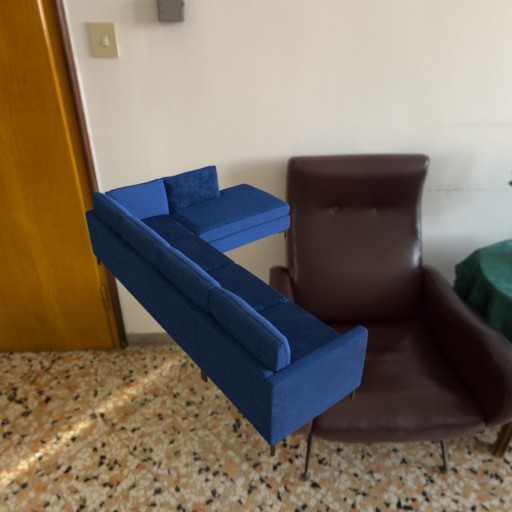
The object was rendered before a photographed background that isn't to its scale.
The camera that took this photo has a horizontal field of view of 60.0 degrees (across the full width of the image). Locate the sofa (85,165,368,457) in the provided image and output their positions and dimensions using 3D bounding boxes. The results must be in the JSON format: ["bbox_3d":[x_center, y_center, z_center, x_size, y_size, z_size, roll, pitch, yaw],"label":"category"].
[{"bbox_3d":[0.000,0.000,3.354,1.707,0.687,2.486,-21,36,-32],"label":"sofa"}]
